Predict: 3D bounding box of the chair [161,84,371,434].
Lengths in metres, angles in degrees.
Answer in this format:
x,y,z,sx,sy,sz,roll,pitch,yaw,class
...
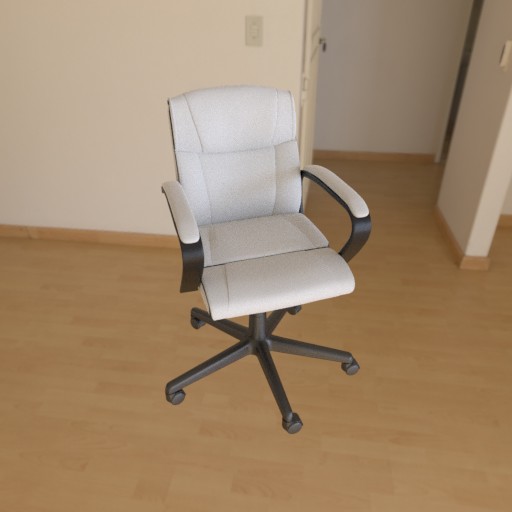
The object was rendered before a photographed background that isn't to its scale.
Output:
x,y,z,sx,sy,sz,roll,pitch,yaw,class
0.000,0.000,1.523,0.739,1.004,0.717,-9,32,-15,chair
